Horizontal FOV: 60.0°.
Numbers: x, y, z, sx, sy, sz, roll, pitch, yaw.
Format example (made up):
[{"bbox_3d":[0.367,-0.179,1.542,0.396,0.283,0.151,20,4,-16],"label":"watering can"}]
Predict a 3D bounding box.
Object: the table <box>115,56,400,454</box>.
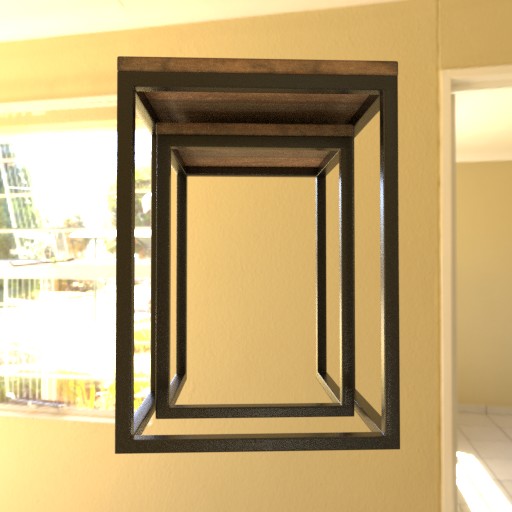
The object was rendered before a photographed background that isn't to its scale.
[{"bbox_3d":[0.000,0.000,0.913,0.456,0.615,0.460,0,-1,0],"label":"table"}]
